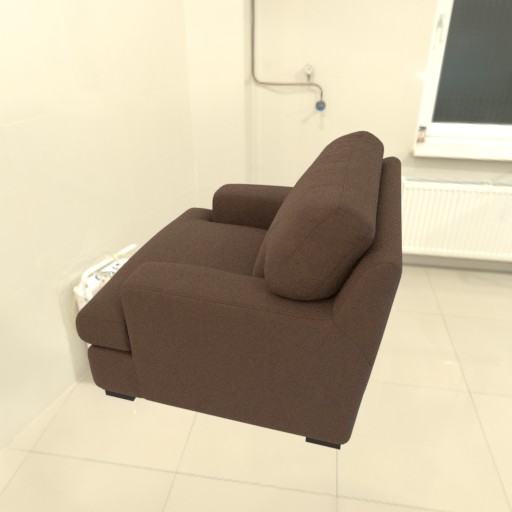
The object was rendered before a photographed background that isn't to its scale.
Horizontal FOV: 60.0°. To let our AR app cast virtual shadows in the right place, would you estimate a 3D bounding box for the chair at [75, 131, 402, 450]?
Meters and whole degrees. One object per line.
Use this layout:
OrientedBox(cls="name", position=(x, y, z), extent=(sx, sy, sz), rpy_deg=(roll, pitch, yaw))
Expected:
OrientedBox(cls="chair", position=(0.000, 0.000, 1.955), extent=(1.143, 0.940, 1.168), rpy_deg=(8, 30, 14))
